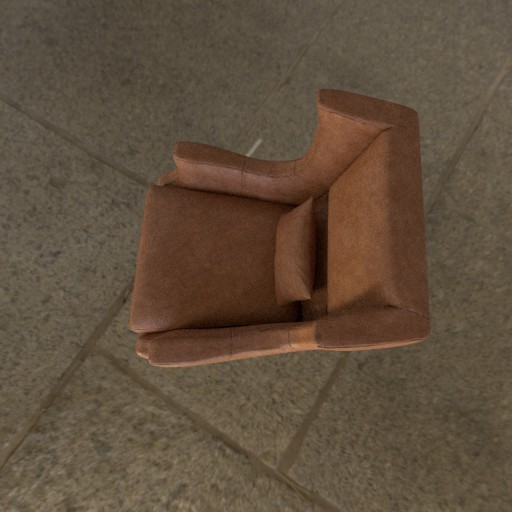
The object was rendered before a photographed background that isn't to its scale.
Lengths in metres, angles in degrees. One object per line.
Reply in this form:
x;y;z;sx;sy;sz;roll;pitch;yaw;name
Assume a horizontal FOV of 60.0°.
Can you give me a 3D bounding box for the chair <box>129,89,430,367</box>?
0.000;0.000;1.673;0.926;1.016;0.853;3;73;1;chair
